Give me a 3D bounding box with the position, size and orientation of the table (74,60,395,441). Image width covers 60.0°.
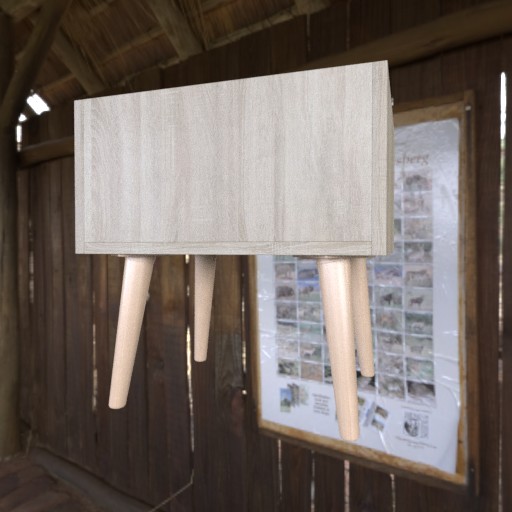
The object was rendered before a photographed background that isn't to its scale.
[{"bbox_3d":[0.000,0.000,0.772,0.450,0.470,0.370,0,1,19],"label":"table"}]
